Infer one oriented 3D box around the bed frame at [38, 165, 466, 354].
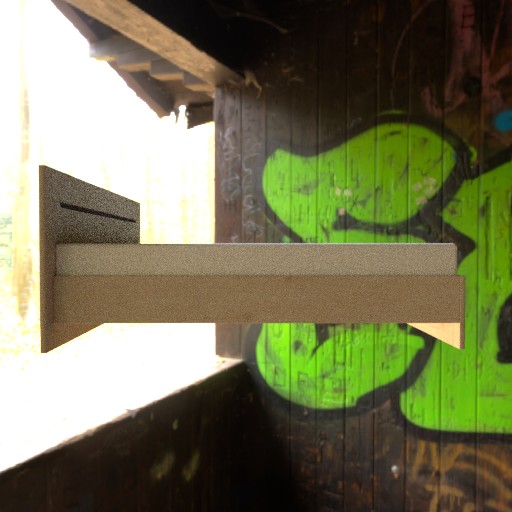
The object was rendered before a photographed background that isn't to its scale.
[{"bbox_3d":[0.000,0.000,3.019,2.080,0.900,1.800,0,1,0],"label":"bed frame"}]
